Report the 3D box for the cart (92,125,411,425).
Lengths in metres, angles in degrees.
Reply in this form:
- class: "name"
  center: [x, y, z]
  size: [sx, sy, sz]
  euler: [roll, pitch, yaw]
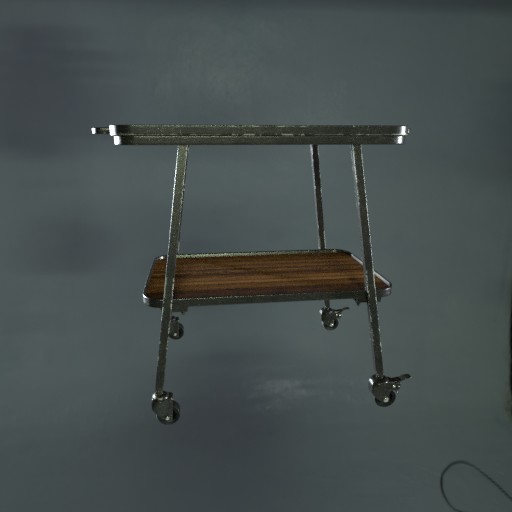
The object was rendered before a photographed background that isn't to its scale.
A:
- class: "cart"
  center: [0.000, 0.000, 1.252]
  size: [0.806, 0.700, 0.515]
  euler: [-2, 15, -7]
